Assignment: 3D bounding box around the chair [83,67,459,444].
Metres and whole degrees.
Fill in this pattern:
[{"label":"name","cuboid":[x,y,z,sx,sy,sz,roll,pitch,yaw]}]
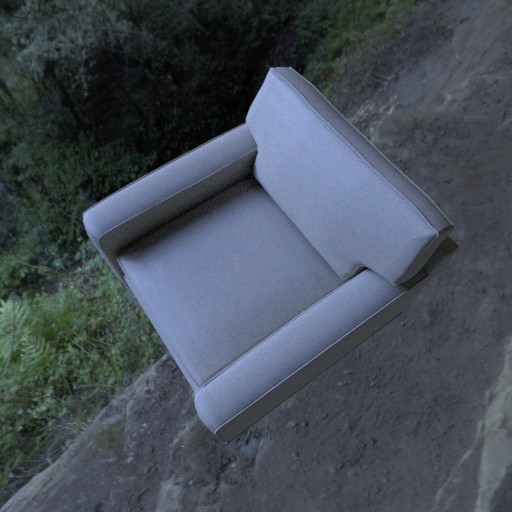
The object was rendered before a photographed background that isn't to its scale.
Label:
[{"label":"chair","cuboid":[0.000,0.000,1.829,1.043,0.913,0.998,-32,68,-15]}]
